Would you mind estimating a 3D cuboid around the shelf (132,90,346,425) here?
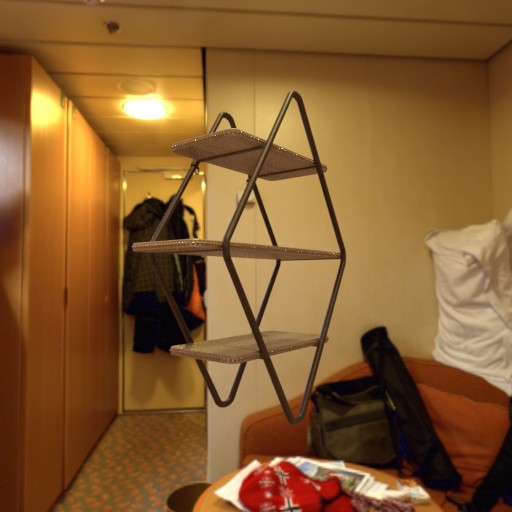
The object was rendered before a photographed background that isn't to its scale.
[{"bbox_3d":[0.000,0.000,1.090,0.234,0.774,0.609,-2,-4,38],"label":"shelf"}]
